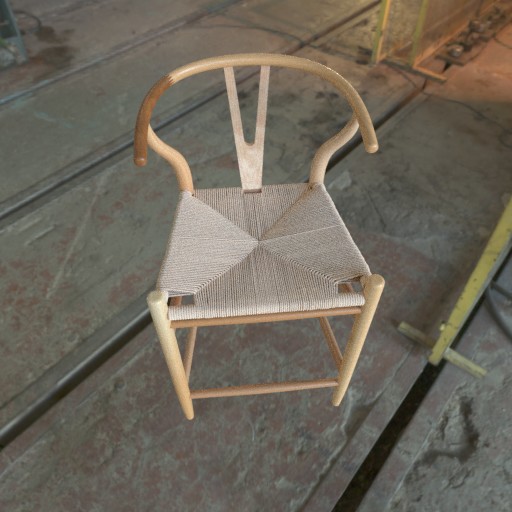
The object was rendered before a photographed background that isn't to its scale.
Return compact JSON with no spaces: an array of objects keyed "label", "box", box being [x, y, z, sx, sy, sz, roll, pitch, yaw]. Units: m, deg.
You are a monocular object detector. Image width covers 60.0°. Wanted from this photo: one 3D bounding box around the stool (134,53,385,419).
[{"label":"stool","box":[0.000,0.000,1.284,0.536,0.923,0.575,-4,49,-4]}]
